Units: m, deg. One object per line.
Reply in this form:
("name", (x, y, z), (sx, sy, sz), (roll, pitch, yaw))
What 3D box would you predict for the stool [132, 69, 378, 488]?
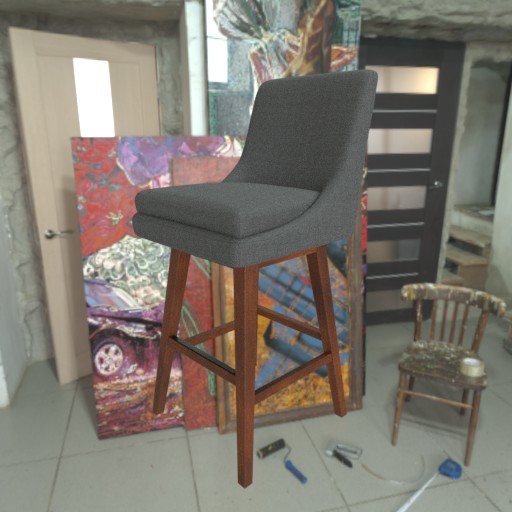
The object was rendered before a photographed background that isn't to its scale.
("stool", (0.000, 0.000, 1.235), (0.524, 0.977, 0.447), (-15, 22, -42))
